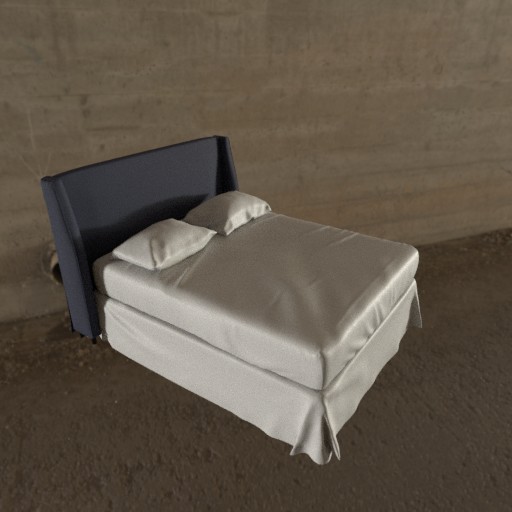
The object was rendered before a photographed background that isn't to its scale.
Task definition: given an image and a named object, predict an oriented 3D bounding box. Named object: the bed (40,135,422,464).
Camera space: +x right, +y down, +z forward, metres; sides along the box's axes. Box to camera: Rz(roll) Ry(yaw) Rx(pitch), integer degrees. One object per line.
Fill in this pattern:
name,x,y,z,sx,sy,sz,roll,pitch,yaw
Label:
bed,0.000,0.000,3.390,2.276,1.332,1.925,17,31,31
